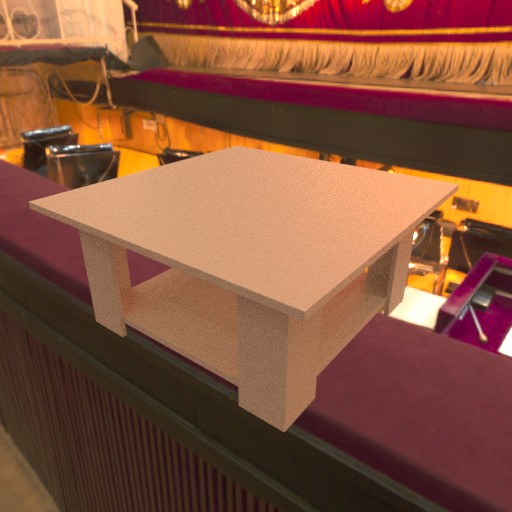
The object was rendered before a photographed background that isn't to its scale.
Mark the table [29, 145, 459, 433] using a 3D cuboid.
[{"bbox_3d":[0.000,0.000,1.039,0.670,0.305,0.670,19,32,33],"label":"table"}]
